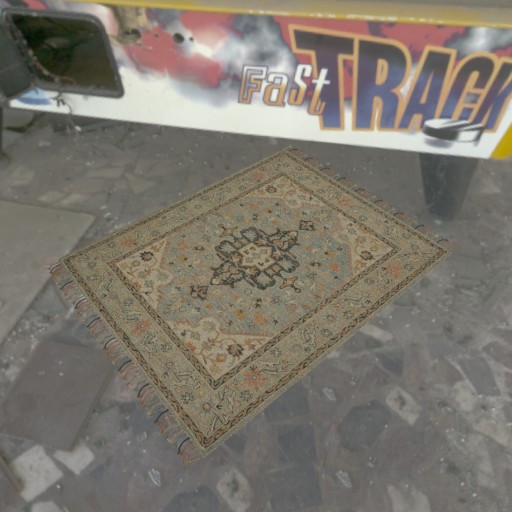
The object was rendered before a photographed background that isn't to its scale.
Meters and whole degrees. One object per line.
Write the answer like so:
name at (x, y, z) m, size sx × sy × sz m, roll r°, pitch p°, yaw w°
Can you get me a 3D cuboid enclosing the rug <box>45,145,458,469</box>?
rug at (0.000, 0.000, 3.496) m, size 2.651 × 0.010 × 1.971 m, roll -32°, pitch 54°, yaw -27°
